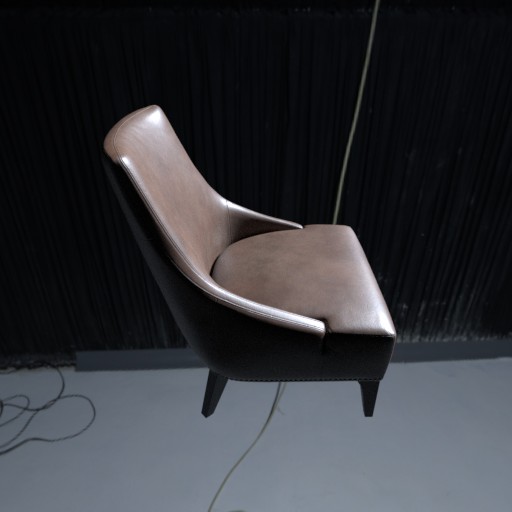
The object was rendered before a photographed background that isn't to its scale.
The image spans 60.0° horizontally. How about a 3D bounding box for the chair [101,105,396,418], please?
[{"bbox_3d":[0.000,0.000,1.544,0.861,0.909,0.701,-1,32,-1],"label":"chair"}]
